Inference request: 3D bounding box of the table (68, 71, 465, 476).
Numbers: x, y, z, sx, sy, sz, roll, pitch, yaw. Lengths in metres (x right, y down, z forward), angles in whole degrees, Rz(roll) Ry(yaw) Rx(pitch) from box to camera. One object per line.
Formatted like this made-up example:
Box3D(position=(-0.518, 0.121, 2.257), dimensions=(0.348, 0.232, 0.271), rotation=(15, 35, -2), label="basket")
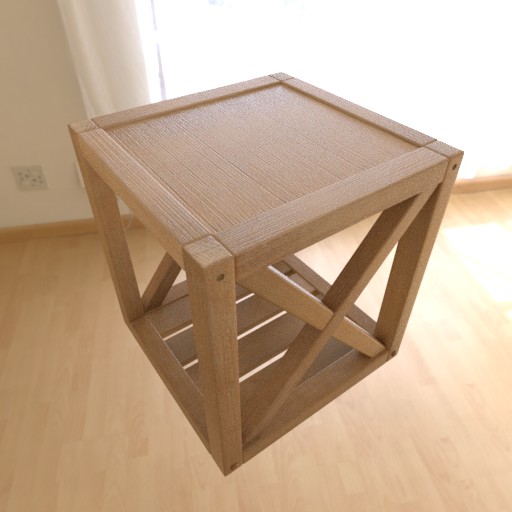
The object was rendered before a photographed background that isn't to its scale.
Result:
Box3D(position=(0.000, 0.000, 1.056), dimensions=(0.559, 0.610, 0.558), rotation=(-25, 46, -26), label="table")
